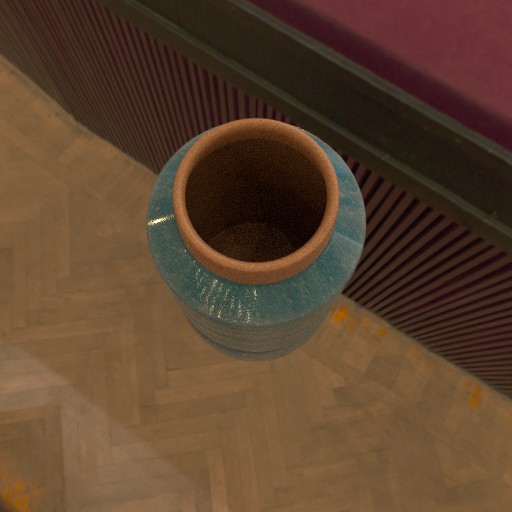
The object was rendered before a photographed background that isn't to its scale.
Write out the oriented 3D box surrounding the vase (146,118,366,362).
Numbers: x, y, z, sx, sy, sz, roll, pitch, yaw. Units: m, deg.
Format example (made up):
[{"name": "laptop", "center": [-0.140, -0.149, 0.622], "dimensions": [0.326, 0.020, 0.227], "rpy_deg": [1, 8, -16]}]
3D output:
[{"name": "vase", "center": [0.000, 0.000, 0.367], "dimensions": [0.163, 0.267, 0.163], "rpy_deg": [0, 75, 0]}]
